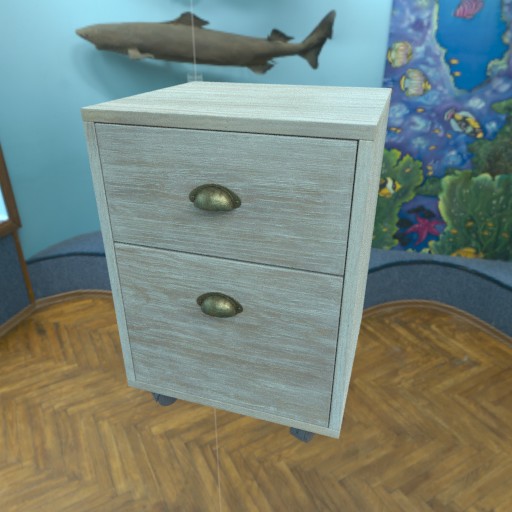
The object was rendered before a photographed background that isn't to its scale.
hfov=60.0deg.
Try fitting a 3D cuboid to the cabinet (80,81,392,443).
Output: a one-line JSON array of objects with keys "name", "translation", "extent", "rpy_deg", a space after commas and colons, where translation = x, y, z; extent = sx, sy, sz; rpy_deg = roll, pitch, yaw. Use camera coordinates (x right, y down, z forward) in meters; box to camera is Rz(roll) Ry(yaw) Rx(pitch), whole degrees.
[{"name": "cabinet", "translation": [0.000, 0.000, 0.854], "extent": [0.409, 0.579, 0.401], "rpy_deg": [8, 28, 16]}]
